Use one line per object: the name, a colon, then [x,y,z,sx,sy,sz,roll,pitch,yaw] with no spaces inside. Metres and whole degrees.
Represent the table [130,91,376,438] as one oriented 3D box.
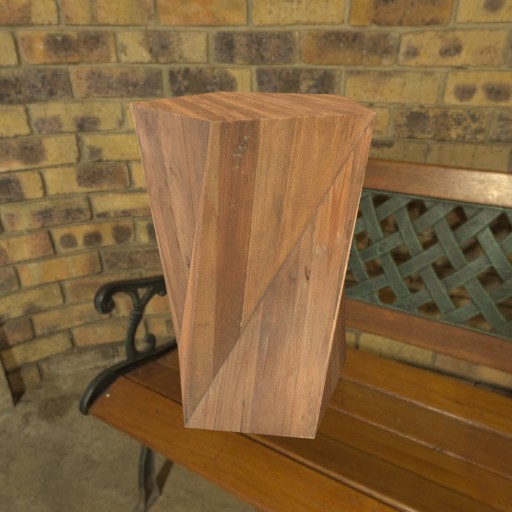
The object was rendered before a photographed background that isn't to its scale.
table: [0.000,0.000,0.916,0.441,0.604,0.425,0,26,0]
